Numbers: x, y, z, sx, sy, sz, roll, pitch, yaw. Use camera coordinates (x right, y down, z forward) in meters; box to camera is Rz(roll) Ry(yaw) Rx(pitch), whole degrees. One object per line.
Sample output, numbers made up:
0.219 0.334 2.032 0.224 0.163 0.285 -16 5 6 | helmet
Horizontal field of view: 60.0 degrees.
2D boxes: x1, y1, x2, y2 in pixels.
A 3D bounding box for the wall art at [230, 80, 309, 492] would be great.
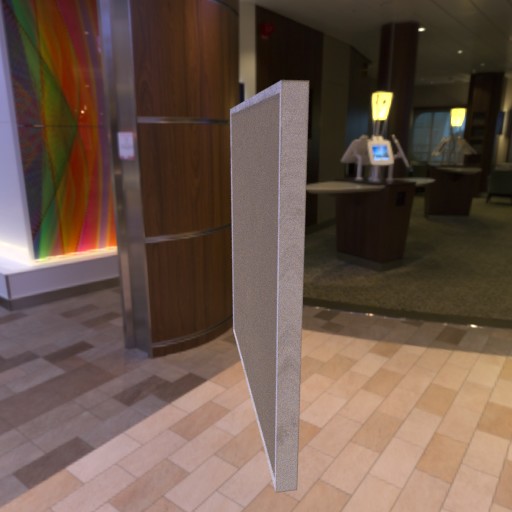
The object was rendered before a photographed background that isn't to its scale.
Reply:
0.000 0.000 0.759 0.029 0.506 0.508 -2 15 -9 | wall art
